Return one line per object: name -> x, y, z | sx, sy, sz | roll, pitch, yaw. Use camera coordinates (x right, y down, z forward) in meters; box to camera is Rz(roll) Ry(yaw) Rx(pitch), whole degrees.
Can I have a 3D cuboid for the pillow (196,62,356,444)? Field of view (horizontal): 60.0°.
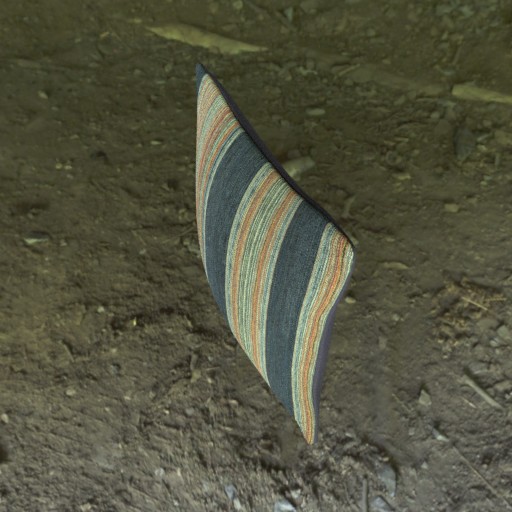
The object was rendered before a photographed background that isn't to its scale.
pillow -> 0.000, 0.000, 0.660 | 0.136, 0.419, 0.437 | -17, 48, -16
